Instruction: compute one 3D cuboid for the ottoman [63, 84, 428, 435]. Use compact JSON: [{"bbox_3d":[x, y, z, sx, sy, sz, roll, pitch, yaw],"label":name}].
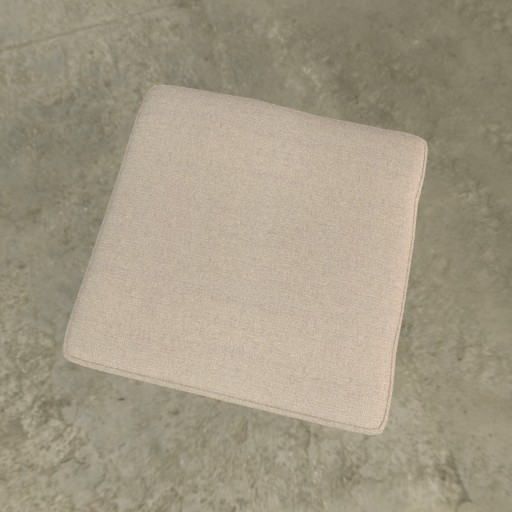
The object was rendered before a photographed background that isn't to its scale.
[{"bbox_3d":[0.000,0.000,1.355,0.838,0.481,0.838,13,76,3],"label":"ottoman"}]
